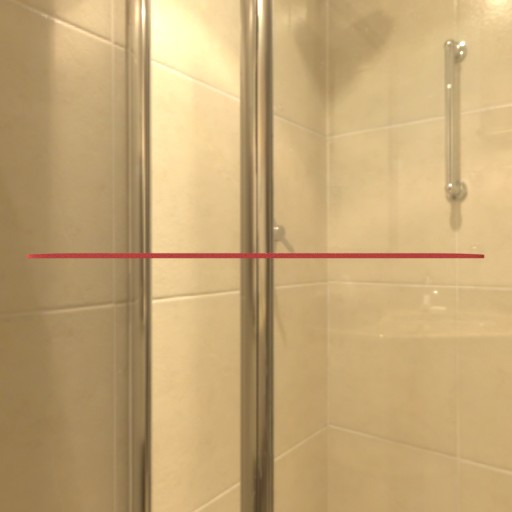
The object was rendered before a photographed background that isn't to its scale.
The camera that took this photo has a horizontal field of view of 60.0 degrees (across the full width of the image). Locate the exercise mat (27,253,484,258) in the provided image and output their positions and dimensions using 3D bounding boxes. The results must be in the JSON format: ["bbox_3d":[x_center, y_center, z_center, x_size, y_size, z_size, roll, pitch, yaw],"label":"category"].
[{"bbox_3d":[0.000,0.000,2.089,1.884,0.021,0.616,0,0,0],"label":"exercise mat"}]
